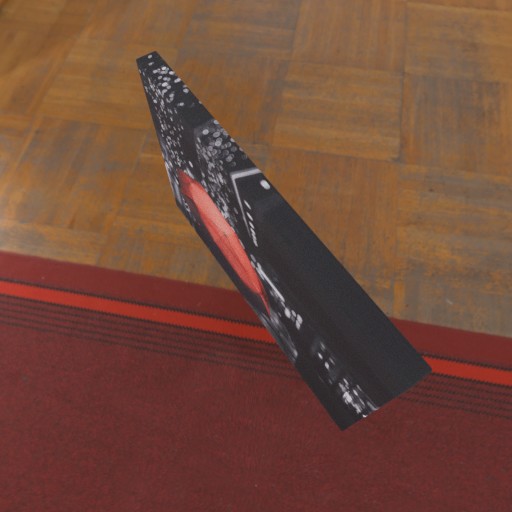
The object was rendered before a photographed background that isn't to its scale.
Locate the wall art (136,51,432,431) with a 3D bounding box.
[{"bbox_3d":[0.000,0.000,0.759,0.037,0.406,0.609,-32,67,-15],"label":"wall art"}]
